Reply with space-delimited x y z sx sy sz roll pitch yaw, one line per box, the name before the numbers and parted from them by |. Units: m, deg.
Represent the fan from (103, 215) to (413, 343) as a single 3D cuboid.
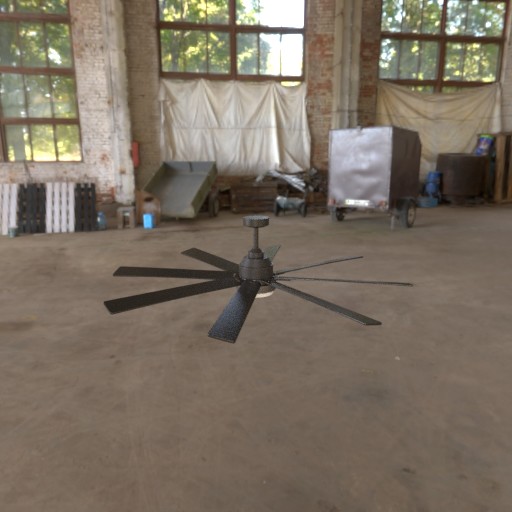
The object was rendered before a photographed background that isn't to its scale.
fan | 0.000 0.000 2.690 1.830 0.472 1.830 2 14 9
